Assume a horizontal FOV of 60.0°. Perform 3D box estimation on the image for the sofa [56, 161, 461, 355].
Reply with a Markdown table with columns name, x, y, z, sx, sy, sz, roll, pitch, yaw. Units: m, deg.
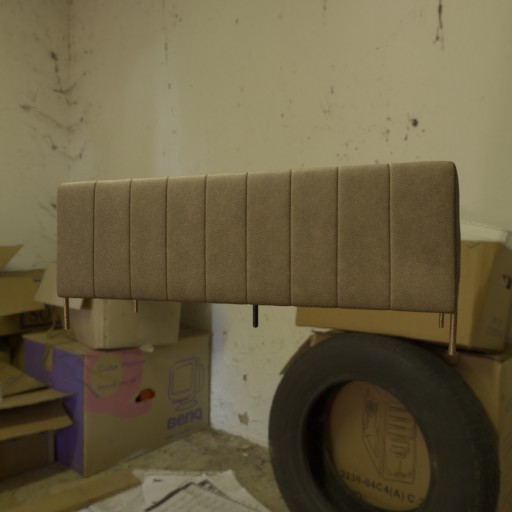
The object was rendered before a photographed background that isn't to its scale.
| name | x | y | z | sx | sy | sz | roll | pitch | yaw |
| --- | --- | --- | --- | --- | --- | --- | --- | --- | --- |
| sofa | 0.000 | 0.000 | 2.405 | 1.980 | 0.779 | 0.876 | 0 | 1 | 18 |
